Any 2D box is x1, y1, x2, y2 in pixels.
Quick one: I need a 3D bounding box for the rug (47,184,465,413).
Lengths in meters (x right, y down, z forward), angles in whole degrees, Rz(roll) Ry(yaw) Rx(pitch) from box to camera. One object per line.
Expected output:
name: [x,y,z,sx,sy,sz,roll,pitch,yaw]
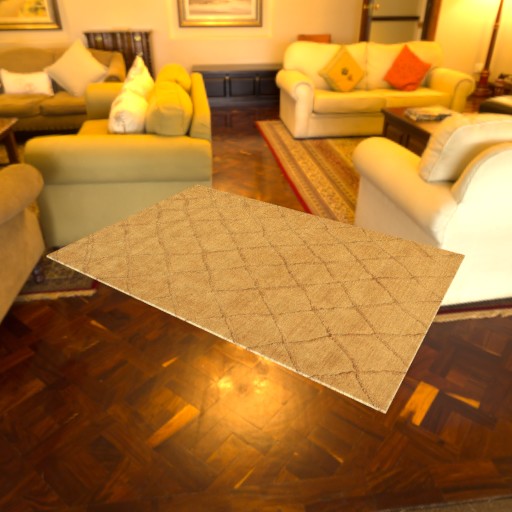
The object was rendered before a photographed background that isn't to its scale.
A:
rug: [0.000,0.000,2.914,2.292,0.014,1.528,19,35,28]
